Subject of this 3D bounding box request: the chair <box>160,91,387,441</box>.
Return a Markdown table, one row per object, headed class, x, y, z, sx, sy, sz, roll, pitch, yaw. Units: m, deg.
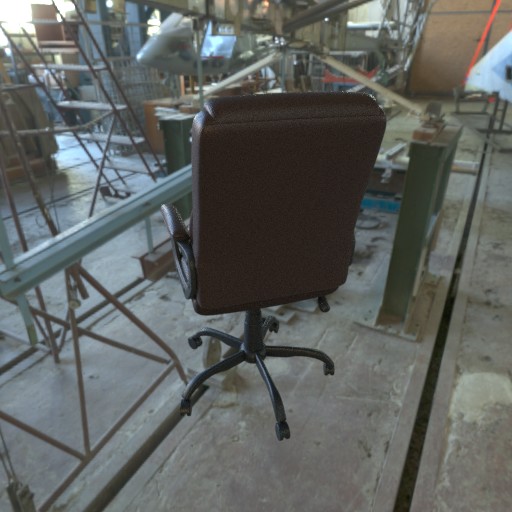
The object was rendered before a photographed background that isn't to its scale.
| class | x | y | z | sx | sy | sz | roll | pitch | yaw |
| --- | --- | --- | --- | --- | --- | --- | --- | --- | --- |
| chair | 0.000 | 0.000 | 1.471 | 0.615 | 1.072 | 0.655 | -8 | 27 | -16 |
